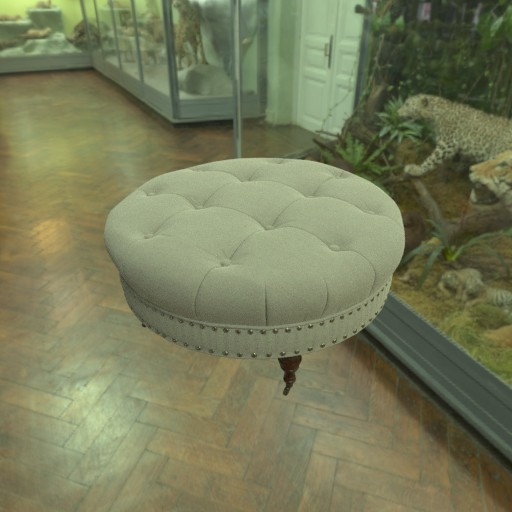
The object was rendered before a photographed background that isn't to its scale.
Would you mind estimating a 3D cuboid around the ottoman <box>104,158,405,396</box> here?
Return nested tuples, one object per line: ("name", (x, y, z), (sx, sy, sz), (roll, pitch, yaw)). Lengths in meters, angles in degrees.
("ottoman", (0.000, 0.000, 1.434), (0.901, 0.439, 0.901), (0, 31, 0))
